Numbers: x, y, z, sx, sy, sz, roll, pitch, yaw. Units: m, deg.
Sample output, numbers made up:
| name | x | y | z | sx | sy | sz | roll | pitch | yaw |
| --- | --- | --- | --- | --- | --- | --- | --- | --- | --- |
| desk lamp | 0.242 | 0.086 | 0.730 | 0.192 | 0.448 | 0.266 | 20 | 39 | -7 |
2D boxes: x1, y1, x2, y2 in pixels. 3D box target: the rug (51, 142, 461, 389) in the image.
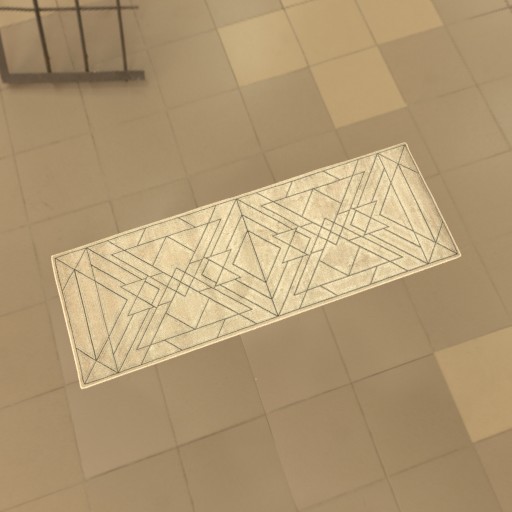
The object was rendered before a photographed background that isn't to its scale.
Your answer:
| name | x | y | z | sx | sy | sz | roll | pitch | yaw |
| --- | --- | --- | --- | --- | --- | --- | --- | --- | --- |
| rug | 0.000 | 0.000 | 2.710 | 2.381 | 0.036 | 0.831 | -19 | 75 | -5 |
